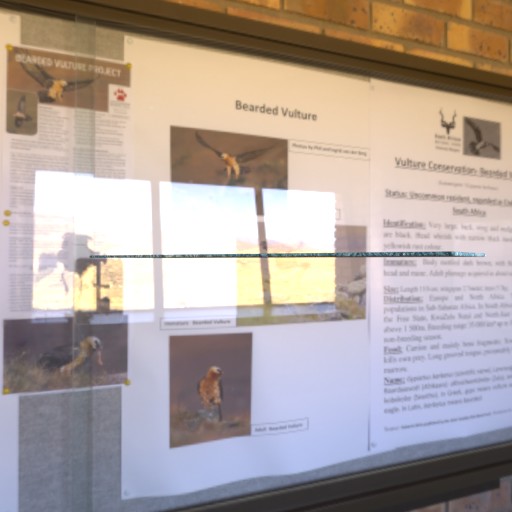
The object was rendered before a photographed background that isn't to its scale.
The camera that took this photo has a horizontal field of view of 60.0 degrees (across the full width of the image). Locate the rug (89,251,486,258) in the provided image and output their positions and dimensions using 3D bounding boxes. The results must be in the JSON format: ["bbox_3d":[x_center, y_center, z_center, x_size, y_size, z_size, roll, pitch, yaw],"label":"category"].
[{"bbox_3d":[0.000,0.000,2.566,2.286,0.016,0.676,0,-1,36],"label":"rug"}]
